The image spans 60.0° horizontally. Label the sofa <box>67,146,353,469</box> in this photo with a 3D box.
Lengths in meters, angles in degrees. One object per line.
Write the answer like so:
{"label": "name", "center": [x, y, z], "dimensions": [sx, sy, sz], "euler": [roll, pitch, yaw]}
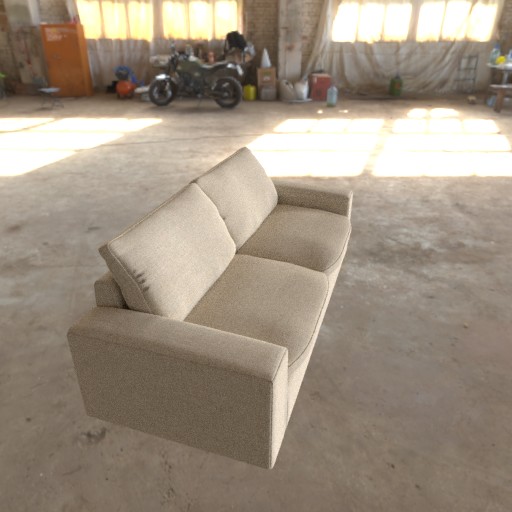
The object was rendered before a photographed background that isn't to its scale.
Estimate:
{"label": "sofa", "center": [0.000, 0.000, 2.850], "dimensions": [1.040, 0.922, 2.299], "euler": [9, 29, 16]}
